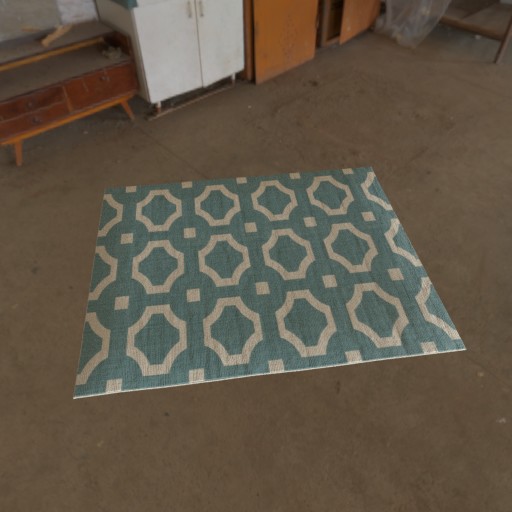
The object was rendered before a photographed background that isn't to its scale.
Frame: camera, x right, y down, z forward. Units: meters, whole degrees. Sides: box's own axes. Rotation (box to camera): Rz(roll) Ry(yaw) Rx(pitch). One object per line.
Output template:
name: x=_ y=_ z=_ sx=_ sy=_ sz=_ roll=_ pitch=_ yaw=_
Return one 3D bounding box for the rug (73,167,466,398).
rug: x=0.000 y=0.000 z=4.222 sx=3.049 sy=0.021 sz=2.466 roll=-6 pitch=47 yaw=-5
